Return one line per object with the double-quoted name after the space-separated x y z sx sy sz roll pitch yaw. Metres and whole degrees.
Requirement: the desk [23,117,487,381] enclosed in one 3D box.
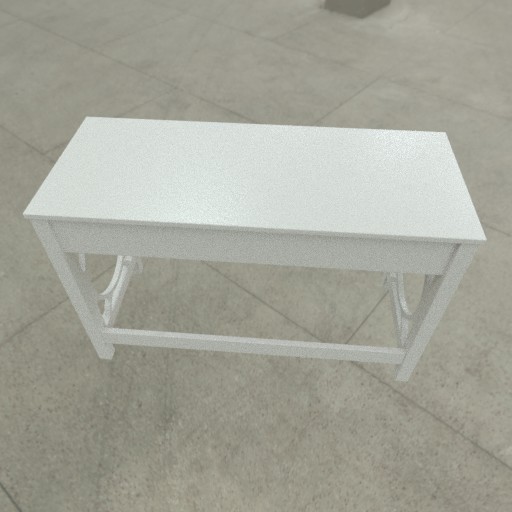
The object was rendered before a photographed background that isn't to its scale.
0.000 0.000 1.580 1.191 0.762 0.504 3 47 3 "desk"
